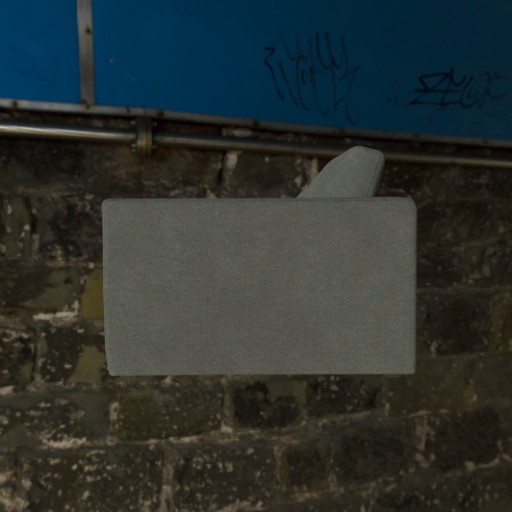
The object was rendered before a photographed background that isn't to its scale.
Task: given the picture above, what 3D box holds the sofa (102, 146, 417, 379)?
[{"bbox_3d":[0.000,0.000,2.464,1.091,0.845,1.909,0,1,-1],"label":"sofa"}]
